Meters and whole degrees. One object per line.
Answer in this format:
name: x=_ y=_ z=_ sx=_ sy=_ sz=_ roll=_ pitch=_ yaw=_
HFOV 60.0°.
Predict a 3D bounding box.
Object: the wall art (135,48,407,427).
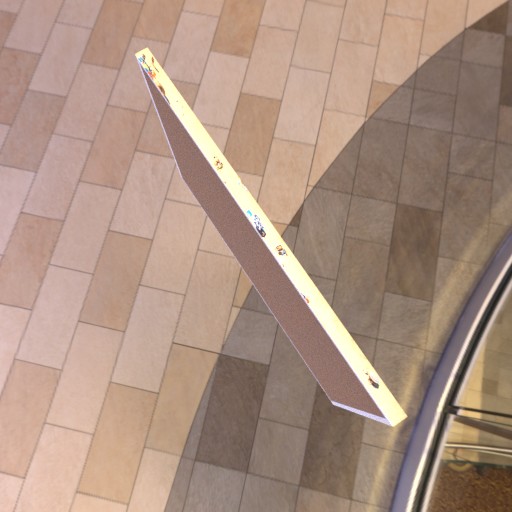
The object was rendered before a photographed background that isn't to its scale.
wall art: x=0.000 y=0.000 z=1.450 sx=0.040 sy=0.769 sz=1.136 roll=-32 pitch=77 yaw=-8
